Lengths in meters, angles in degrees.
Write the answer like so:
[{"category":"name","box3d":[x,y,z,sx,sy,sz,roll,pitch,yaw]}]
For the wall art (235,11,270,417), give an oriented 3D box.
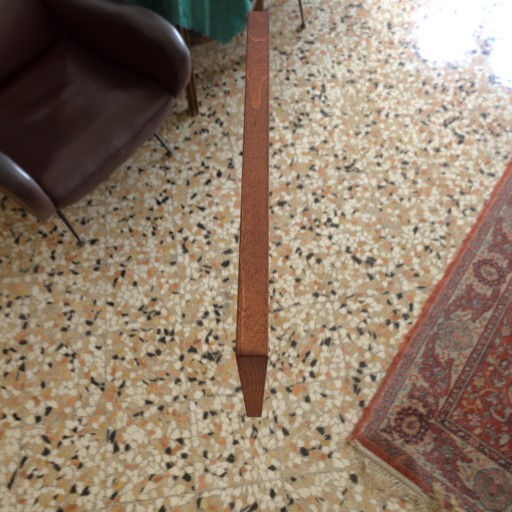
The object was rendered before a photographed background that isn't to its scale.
[{"category":"wall art","box3d":[0.000,0.000,0.747,0.030,0.558,0.462,1,65,0]}]
